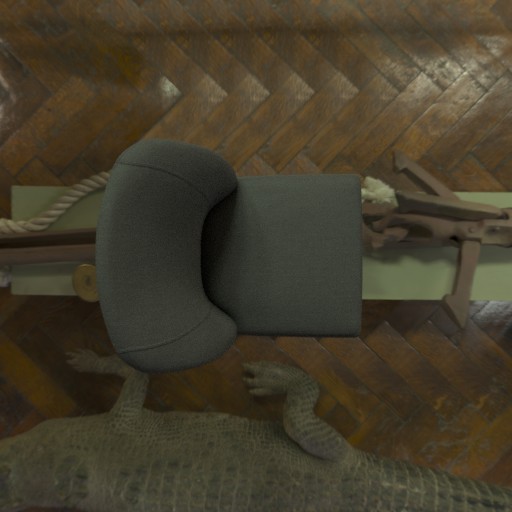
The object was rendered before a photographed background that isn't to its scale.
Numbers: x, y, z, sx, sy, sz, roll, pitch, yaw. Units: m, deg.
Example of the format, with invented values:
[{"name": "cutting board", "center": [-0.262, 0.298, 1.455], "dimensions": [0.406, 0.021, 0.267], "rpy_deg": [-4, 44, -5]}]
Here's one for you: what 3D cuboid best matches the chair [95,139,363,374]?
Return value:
[{"name": "chair", "center": [0.000, 0.000, 1.270], "dimensions": [0.619, 0.879, 0.506], "rpy_deg": [0, 90, -1]}]
